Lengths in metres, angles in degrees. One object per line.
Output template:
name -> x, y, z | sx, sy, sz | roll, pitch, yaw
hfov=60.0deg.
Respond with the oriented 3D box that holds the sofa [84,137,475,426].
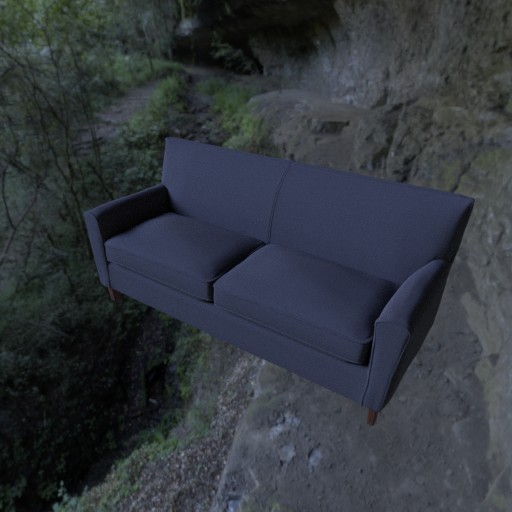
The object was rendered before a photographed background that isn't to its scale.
sofa -> 0.000, 0.000, 2.534 | 2.002, 0.907, 0.843 | 19, 35, 29
